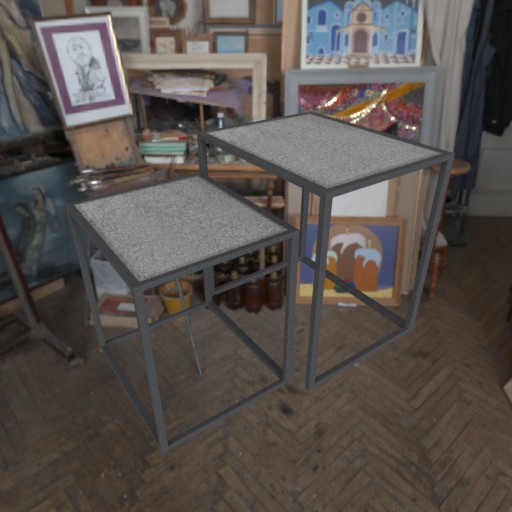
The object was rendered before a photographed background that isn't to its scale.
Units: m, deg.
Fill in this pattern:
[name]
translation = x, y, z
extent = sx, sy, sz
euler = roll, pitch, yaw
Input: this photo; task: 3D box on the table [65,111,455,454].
[table]
translation = 0.000, 0.000, 1.164
extent = 0.788, 0.540, 0.508
euler = -20, 37, -30
